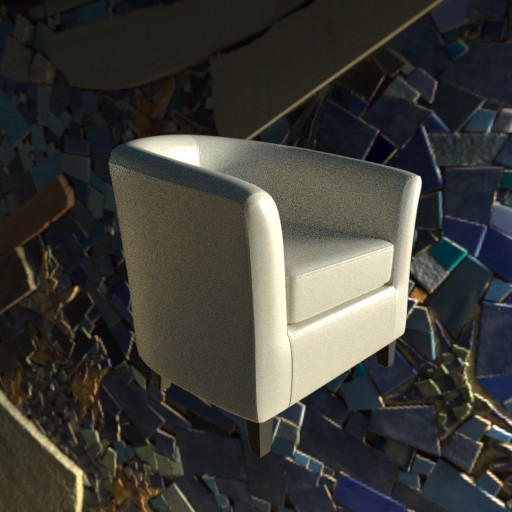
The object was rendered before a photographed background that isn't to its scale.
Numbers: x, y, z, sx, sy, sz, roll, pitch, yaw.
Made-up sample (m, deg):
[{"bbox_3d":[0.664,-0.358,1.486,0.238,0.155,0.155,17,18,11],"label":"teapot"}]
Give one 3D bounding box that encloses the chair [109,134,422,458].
[{"bbox_3d":[0.000,0.000,1.410,0.727,0.756,0.792,13,19,43],"label":"chair"}]
